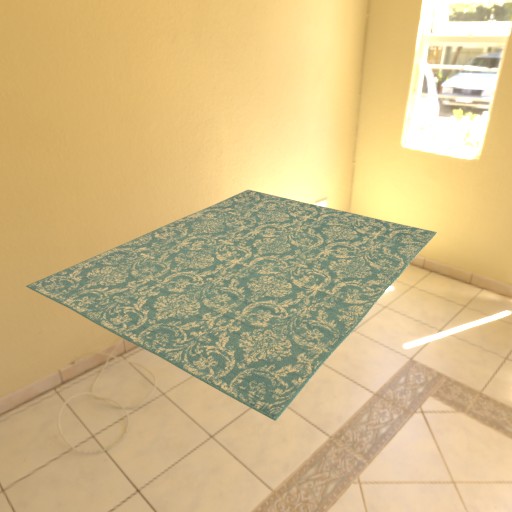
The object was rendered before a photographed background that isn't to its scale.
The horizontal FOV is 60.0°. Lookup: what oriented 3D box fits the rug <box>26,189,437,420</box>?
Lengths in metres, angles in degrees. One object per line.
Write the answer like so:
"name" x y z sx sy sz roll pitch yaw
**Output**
"rug" 0.000 0.000 3.989 2.363 0.012 2.980 18 32 31
